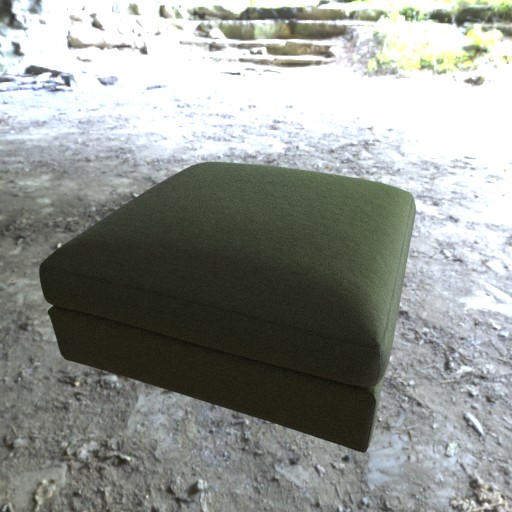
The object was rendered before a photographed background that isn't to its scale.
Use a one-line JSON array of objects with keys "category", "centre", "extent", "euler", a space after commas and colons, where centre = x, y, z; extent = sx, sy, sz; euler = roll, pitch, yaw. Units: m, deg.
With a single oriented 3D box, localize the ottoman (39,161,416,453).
[{"category": "ottoman", "centre": [0.000, 0.000, 1.626], "extent": [1.041, 0.470, 1.041], "euler": [11, 32, 18]}]
